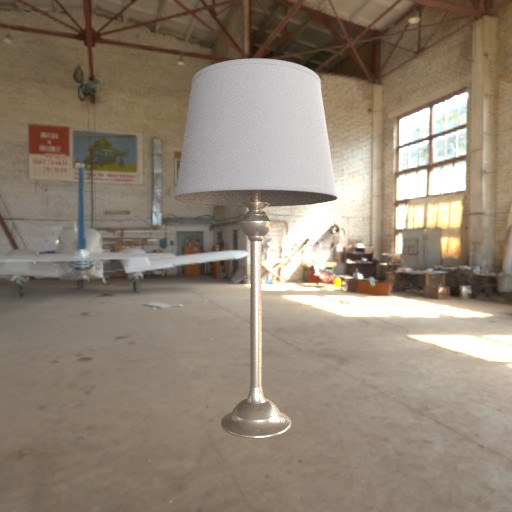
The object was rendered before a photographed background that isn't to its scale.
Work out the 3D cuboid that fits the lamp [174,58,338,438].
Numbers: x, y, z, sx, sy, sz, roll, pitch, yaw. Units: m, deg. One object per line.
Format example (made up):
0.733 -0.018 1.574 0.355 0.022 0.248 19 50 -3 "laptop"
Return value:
0.000 0.000 0.915 0.331 0.698 0.331 0 1 0 "lamp"
